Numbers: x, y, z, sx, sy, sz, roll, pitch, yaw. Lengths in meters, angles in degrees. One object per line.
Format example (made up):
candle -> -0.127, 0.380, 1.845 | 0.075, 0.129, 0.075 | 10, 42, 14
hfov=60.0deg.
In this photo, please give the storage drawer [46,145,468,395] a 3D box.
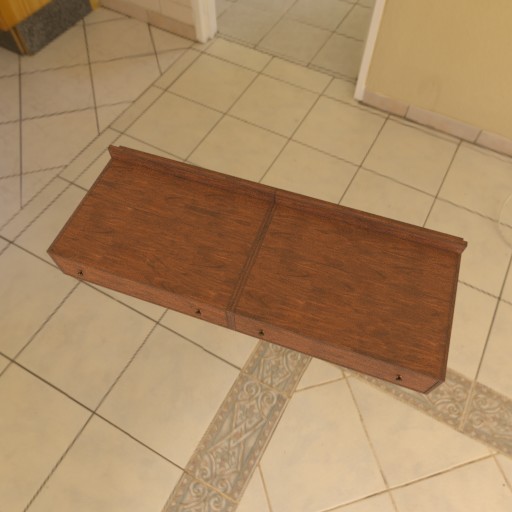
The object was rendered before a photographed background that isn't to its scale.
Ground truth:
storage drawer -> 0.000, 0.000, 2.253 | 1.914, 0.339, 0.774 | 17, 61, 10
